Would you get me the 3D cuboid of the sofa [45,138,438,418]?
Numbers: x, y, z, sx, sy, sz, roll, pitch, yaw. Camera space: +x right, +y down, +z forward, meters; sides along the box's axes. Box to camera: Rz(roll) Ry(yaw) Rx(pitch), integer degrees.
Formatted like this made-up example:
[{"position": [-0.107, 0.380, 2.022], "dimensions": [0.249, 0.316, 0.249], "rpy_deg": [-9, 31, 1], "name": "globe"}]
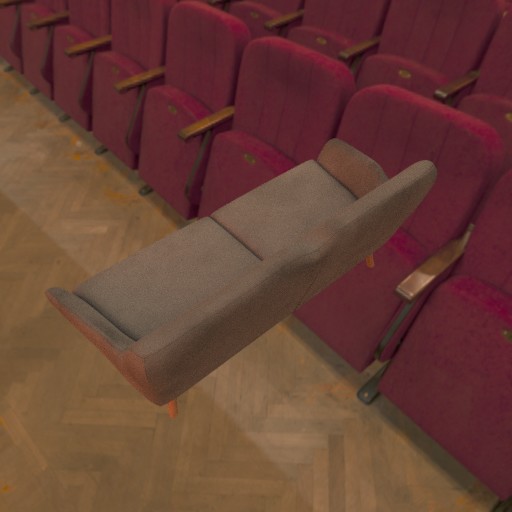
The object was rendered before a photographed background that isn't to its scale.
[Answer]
[{"position": [0.000, 0.000, 2.289], "dimensions": [1.870, 0.810, 0.850], "rpy_deg": [-32, 55, -26], "name": "sofa"}]
